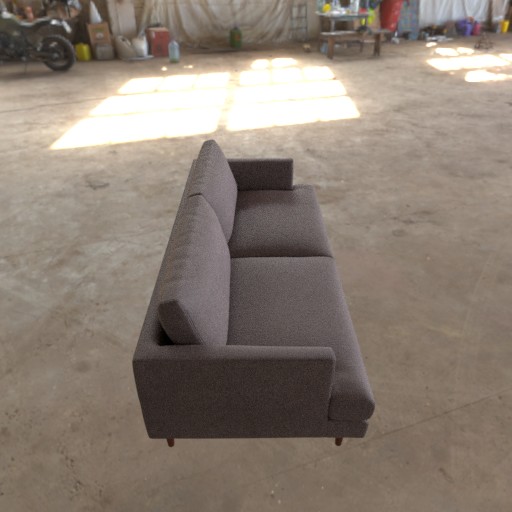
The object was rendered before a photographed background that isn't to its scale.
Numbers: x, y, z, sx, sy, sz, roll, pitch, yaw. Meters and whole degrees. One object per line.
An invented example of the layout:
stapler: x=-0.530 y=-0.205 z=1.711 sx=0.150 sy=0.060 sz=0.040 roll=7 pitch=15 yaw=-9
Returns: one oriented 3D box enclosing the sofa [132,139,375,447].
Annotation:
sofa: x=0.000 y=0.000 z=2.815 sx=1.020 sy=0.868 sz=2.250 roll=0 pitch=33 yaw=0
